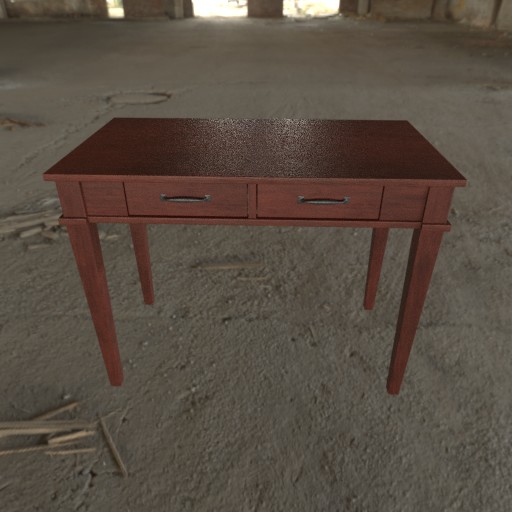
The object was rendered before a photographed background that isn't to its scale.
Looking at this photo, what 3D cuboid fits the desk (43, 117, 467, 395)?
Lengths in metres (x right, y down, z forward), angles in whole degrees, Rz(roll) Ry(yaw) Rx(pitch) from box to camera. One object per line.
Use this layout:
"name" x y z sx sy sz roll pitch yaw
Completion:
"desk" 0.000 0.000 1.472 1.001 0.762 0.549 1 31 2
